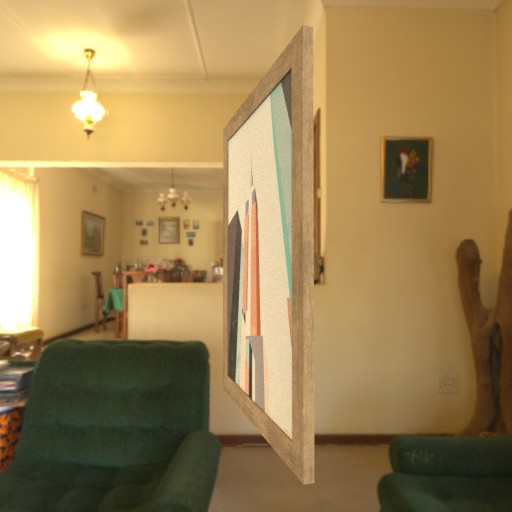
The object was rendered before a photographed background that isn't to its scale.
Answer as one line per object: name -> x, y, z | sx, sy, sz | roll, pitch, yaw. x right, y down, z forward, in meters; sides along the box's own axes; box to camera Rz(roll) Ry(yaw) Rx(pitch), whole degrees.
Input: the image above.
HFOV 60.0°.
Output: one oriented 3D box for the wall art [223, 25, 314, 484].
wall art -> 0.000, 0.000, 0.919 | 0.018, 0.686, 0.534 | 0, -1, -17
